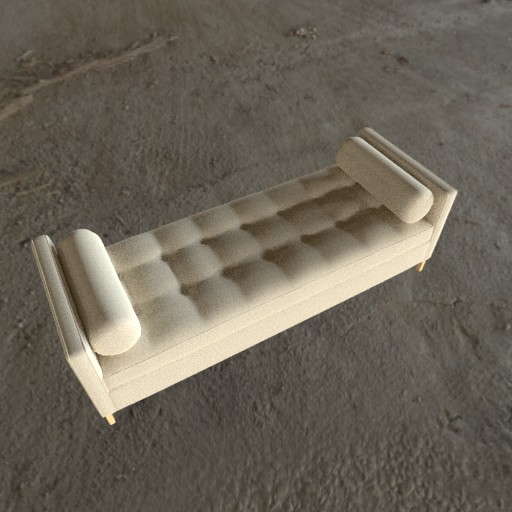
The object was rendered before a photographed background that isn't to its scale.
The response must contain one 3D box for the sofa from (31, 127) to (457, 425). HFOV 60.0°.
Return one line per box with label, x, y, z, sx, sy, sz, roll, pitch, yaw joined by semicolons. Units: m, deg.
sofa;0.000;0.000;2.362;1.985;0.641;0.746;-22;51;-20
